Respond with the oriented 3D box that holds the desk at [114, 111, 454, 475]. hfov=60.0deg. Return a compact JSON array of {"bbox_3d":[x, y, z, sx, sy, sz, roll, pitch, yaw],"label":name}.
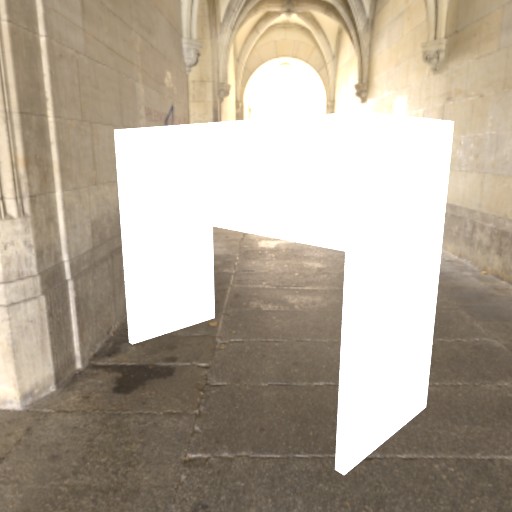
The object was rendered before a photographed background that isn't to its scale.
[{"bbox_3d":[0.000,0.000,1.405,0.400,0.790,1.000,-12,18,-42],"label":"desk"}]
